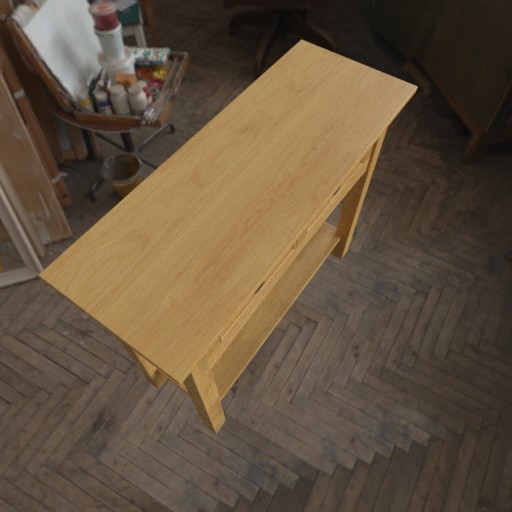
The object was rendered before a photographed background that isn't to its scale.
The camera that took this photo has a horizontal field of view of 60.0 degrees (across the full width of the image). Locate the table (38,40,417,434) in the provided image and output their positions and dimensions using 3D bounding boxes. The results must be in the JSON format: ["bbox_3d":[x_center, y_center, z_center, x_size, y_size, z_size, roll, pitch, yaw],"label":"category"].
[{"bbox_3d":[0.000,0.000,1.261,0.340,0.728,0.900,31,63,18],"label":"table"}]
